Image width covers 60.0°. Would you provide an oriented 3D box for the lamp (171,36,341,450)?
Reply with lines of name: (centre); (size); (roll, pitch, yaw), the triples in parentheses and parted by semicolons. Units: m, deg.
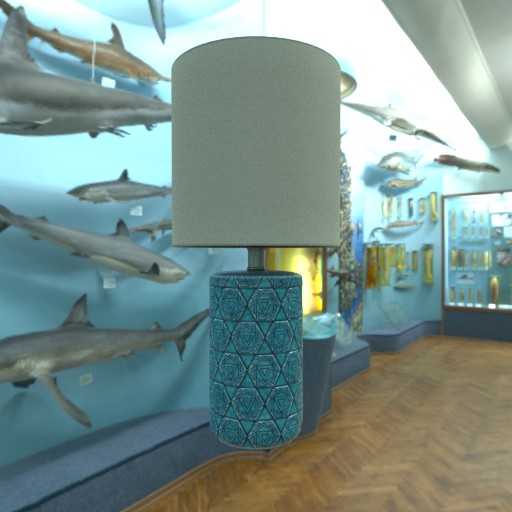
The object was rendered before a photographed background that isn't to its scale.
lamp: (0.000, 0.000, 0.741); (0.278, 0.597, 0.278); (0, 0, 37)
